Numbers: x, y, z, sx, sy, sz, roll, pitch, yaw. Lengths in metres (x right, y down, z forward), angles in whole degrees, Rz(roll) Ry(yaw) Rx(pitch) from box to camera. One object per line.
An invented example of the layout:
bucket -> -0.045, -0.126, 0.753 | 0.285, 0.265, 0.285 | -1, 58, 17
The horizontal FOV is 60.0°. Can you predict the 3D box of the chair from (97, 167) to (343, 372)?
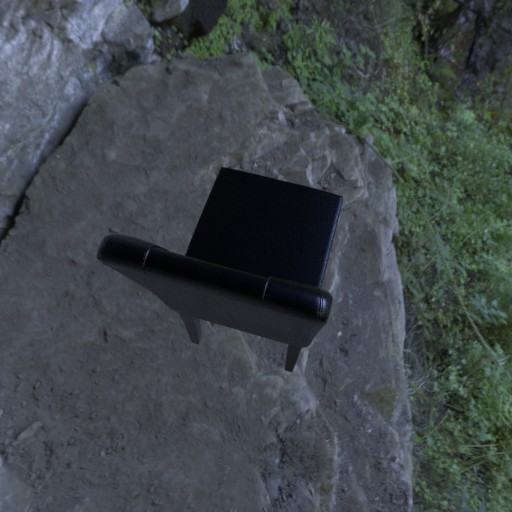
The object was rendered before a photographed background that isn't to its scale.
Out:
chair -> 0.000, 0.000, 1.201 | 0.399, 0.897, 0.556 | 15, 65, 7
